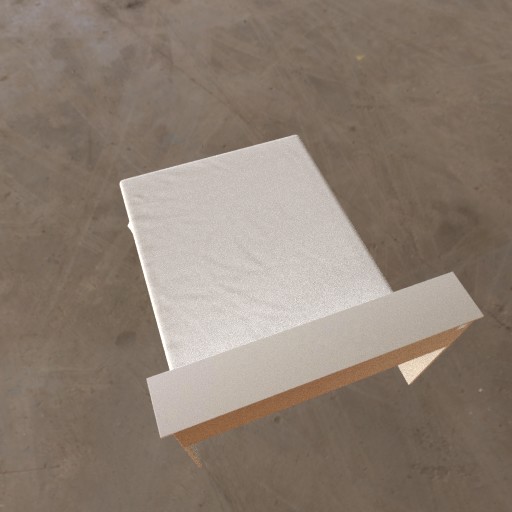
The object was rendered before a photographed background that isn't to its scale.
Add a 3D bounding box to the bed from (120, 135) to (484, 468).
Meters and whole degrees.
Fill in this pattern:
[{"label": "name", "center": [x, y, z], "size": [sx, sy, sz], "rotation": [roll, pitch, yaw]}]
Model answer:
[{"label": "bed", "center": [0.000, 0.000, 3.081], "size": [1.671, 1.092, 2.133], "rotation": [-17, 59, -11]}]
